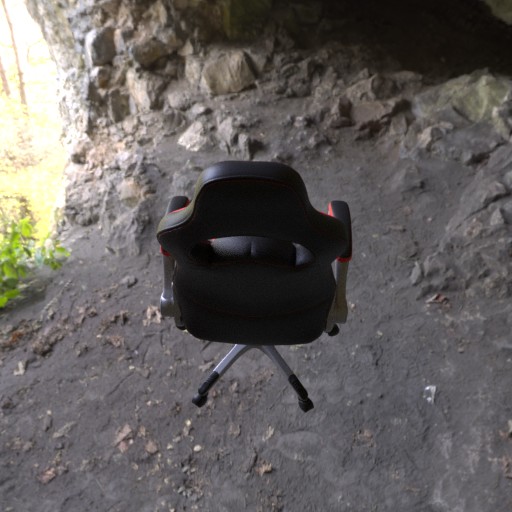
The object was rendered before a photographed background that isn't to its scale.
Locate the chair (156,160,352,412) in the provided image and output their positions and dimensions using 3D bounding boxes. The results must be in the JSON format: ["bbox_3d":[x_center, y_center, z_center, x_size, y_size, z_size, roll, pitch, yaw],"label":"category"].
[{"bbox_3d":[0.000,0.000,1.583,0.758,1.165,0.712,2,44,2],"label":"chair"}]
